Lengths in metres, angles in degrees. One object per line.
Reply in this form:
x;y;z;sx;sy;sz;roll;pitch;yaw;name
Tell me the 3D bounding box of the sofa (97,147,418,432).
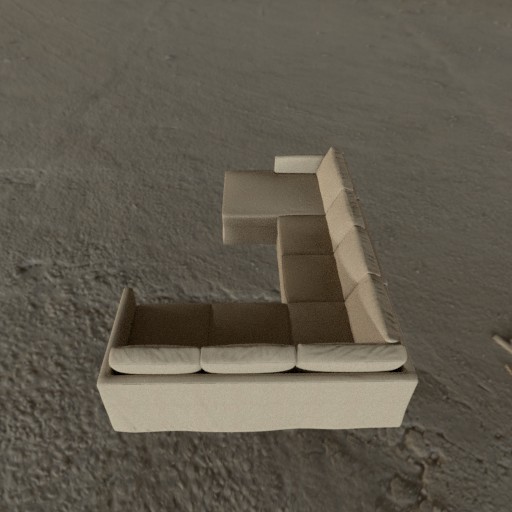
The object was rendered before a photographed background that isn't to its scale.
0.000;0.000;4.759;2.476;0.878;3.528;-1;42;-1;sofa
